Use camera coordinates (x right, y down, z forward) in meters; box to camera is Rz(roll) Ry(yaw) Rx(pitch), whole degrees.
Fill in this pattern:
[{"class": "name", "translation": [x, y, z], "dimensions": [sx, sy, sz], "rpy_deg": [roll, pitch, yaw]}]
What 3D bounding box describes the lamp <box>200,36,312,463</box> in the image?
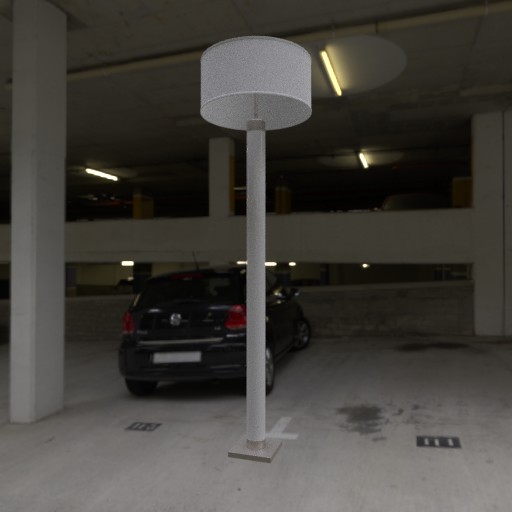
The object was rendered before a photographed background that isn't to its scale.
[{"class": "lamp", "translation": [0.000, 0.000, 1.674], "dimensions": [0.420, 1.475, 0.420], "rpy_deg": [0, -1, 18]}]
